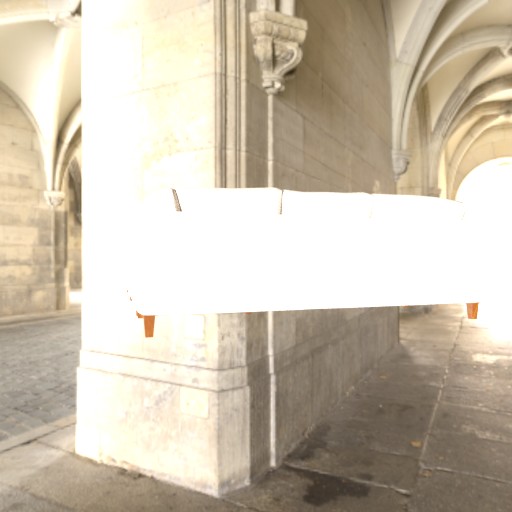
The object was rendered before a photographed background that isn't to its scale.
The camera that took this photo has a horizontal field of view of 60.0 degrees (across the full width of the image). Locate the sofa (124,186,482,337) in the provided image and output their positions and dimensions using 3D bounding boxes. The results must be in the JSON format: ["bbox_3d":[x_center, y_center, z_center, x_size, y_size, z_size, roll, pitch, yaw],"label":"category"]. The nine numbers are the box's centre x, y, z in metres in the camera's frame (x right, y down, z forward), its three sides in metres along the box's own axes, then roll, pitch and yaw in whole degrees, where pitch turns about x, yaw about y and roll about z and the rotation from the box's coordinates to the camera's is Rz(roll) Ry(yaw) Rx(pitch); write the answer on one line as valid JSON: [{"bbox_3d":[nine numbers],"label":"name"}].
[{"bbox_3d":[0.000,0.000,4.628,2.594,0.961,3.460,0,0,-18],"label":"sofa"}]
